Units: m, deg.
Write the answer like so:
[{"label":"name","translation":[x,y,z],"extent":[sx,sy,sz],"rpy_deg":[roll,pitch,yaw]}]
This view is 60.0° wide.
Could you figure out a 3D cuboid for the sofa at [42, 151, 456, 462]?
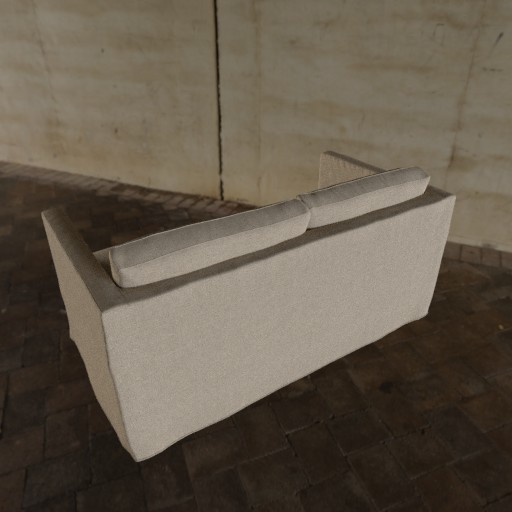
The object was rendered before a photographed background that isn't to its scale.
[{"label":"sofa","translation":[0.000,0.000,2.216],"extent":[1.766,0.828,0.956],"rpy_deg":[-18,34,-29]}]
